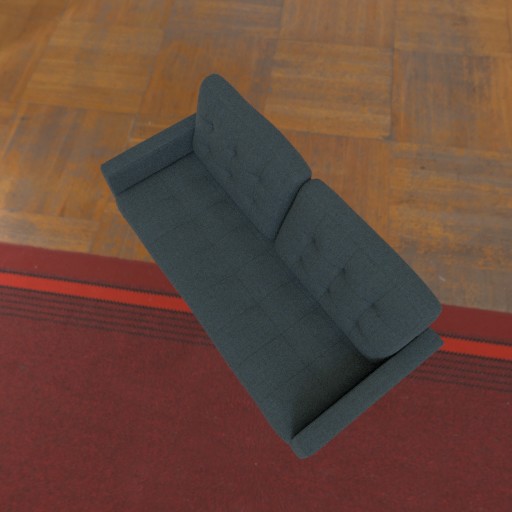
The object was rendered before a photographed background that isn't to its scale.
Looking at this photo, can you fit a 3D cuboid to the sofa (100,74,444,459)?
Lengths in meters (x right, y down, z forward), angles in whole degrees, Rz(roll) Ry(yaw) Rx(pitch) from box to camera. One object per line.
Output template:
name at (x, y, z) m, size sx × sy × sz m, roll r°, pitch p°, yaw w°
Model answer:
sofa at (0.000, 0.000, 2.574) m, size 0.966 × 1.050 × 2.010 m, roll -34°, pitch 69°, yaw -15°
